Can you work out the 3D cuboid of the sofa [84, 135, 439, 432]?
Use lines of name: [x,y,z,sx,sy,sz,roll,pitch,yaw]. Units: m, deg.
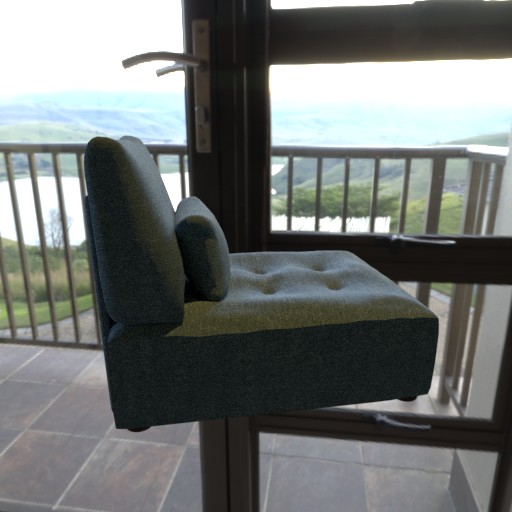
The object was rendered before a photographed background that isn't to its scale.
sofa: [0.000,0.000,1.541,1.000,0.820,0.700,-3,17,-9]
